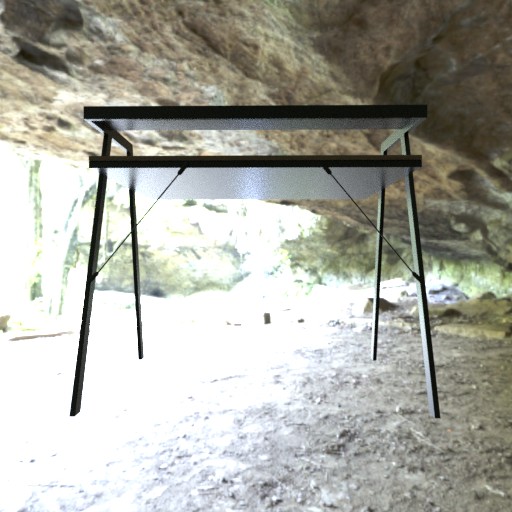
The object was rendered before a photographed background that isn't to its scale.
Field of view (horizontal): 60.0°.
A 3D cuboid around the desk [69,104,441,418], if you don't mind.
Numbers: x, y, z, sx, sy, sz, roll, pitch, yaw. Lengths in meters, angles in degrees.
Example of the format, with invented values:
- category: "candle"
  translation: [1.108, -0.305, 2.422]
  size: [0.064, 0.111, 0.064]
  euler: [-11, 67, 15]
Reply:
- category: "desk"
  translation: [0.000, 0.000, 1.834]
  size: [1.143, 0.998, 0.936]
  euler: [0, 0, 1]
